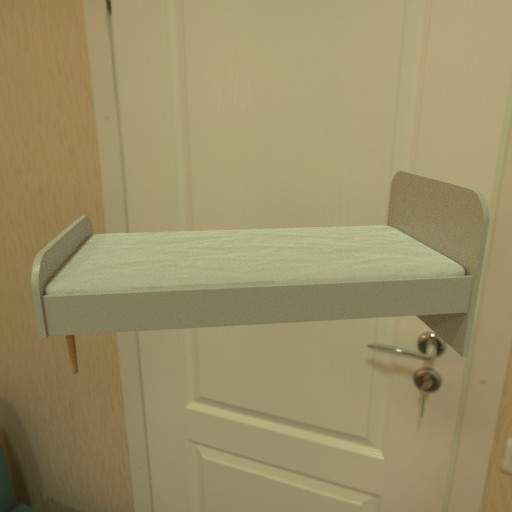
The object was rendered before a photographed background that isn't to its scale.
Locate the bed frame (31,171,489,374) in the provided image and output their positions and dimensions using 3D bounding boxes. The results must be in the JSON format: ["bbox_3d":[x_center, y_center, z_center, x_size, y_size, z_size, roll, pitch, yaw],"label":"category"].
[{"bbox_3d":[0.000,0.000,2.404,1.963,0.805,0.998,-2,17,-7],"label":"bed frame"}]
